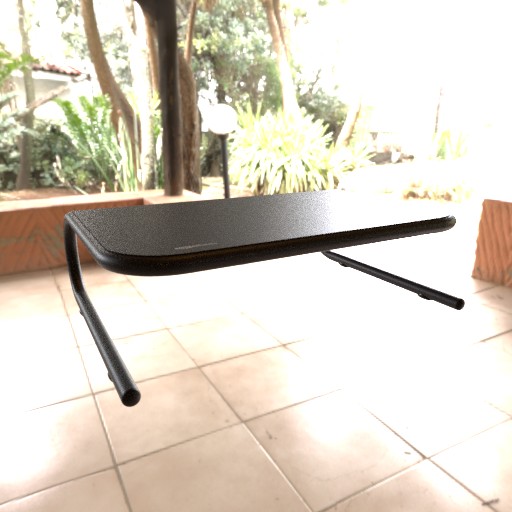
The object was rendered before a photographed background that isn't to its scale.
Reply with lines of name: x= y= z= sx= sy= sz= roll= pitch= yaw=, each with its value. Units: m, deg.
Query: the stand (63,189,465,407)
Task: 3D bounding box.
stand: x=0.000 y=0.000 z=0.500 sx=0.370 sy=0.108 sz=0.280 roll=-9 pitch=18 yaw=-28
